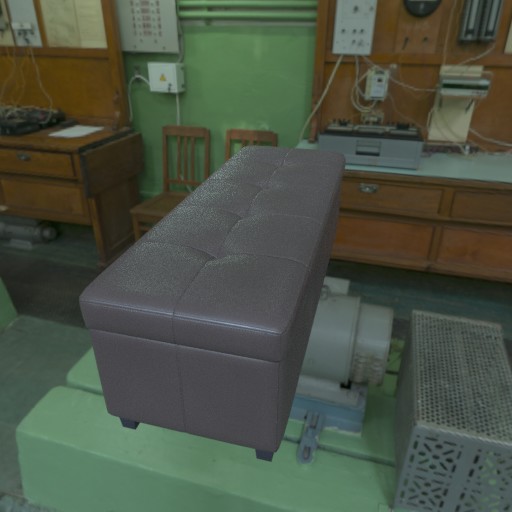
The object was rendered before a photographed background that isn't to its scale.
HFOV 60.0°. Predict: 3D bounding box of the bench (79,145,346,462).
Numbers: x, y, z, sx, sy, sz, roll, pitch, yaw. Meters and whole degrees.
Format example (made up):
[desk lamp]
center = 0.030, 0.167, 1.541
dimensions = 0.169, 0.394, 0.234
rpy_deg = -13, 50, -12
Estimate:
[bench]
center = 0.000, 0.000, 1.442
dimensions = 0.450, 0.417, 1.219
rpy_deg = 7, 30, 13
